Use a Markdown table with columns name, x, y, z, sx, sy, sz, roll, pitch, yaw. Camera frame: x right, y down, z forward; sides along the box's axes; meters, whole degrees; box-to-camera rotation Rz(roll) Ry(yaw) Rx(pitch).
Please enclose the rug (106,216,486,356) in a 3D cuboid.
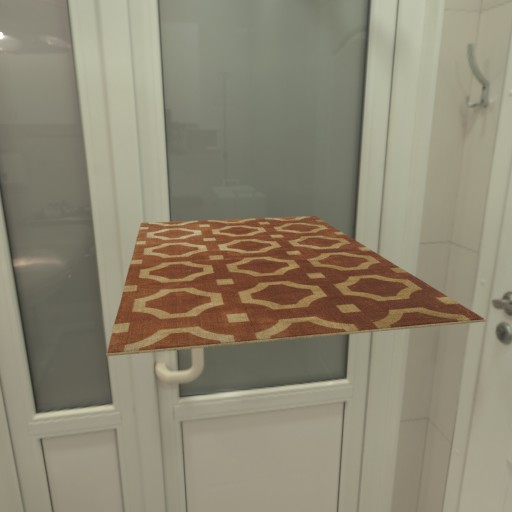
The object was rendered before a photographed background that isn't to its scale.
| name | x | y | z | sx | sy | sz | roll | pitch | yaw |
| --- | --- | --- | --- | --- | --- | --- | --- | --- | --- |
| rug | 0.000 | 0.000 | 2.821 | 1.555 | 0.016 | 2.286 | -3 | 17 | -11 |
